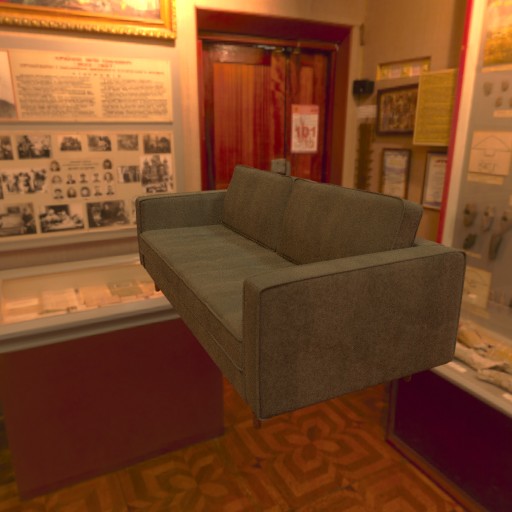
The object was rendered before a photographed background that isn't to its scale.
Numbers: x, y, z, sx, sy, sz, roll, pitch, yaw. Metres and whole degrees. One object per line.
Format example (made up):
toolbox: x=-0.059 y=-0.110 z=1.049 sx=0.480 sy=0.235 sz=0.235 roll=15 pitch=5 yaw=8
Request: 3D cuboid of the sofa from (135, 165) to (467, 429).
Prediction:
sofa: x=0.000 y=0.000 z=2.378 sx=0.924 sy=0.825 sz=1.920 roll=-8 pitch=18 yaw=-24
